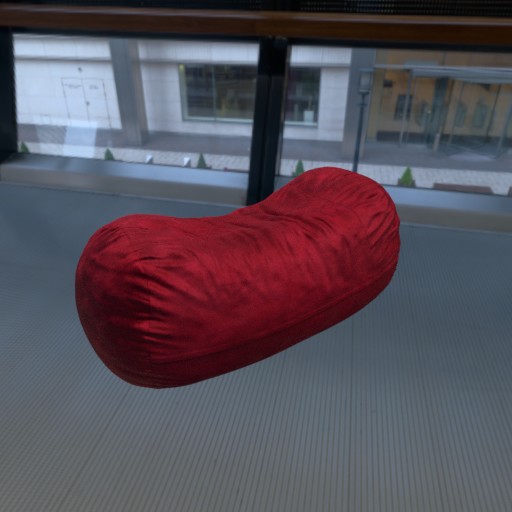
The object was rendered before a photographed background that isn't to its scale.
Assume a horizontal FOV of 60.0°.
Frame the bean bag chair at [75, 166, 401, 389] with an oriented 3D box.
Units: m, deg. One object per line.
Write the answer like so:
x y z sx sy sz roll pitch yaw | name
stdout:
0.000 0.000 2.954 2.293 0.867 1.216 -19 35 -29 | bean bag chair
